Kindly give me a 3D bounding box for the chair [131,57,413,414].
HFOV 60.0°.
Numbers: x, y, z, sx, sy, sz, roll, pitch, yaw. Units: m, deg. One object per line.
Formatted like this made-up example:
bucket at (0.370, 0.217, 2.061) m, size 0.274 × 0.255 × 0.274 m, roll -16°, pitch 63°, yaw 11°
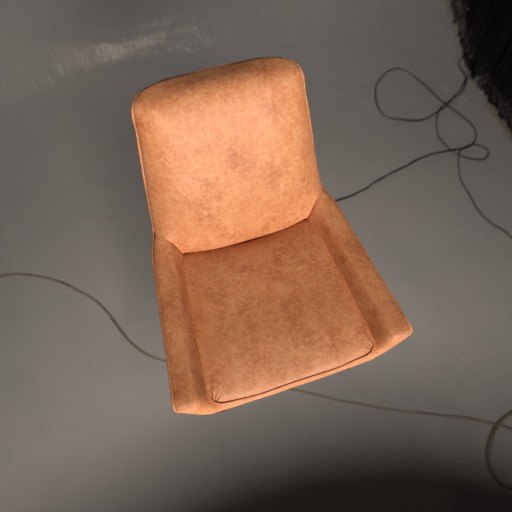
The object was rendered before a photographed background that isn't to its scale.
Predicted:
chair at (0.000, 0.000, 1.487) m, size 0.753 × 0.883 × 0.851 m, roll -16°, pitch 65°, yaw -8°
